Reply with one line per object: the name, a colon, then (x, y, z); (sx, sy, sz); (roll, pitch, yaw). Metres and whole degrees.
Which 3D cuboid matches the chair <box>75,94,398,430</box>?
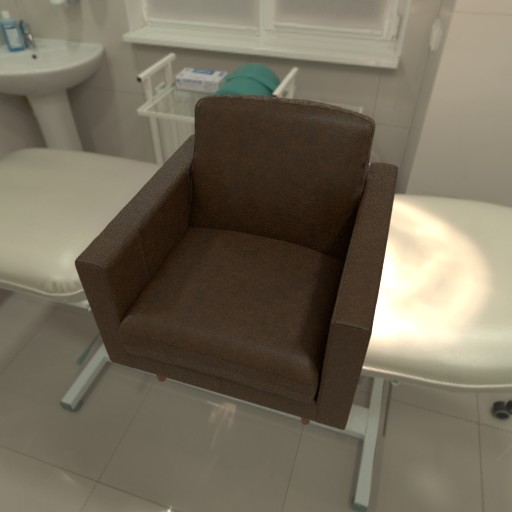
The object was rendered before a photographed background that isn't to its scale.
chair: (0.000, 0.000, 1.657); (0.890, 0.956, 0.909); (12, 43, 13)
